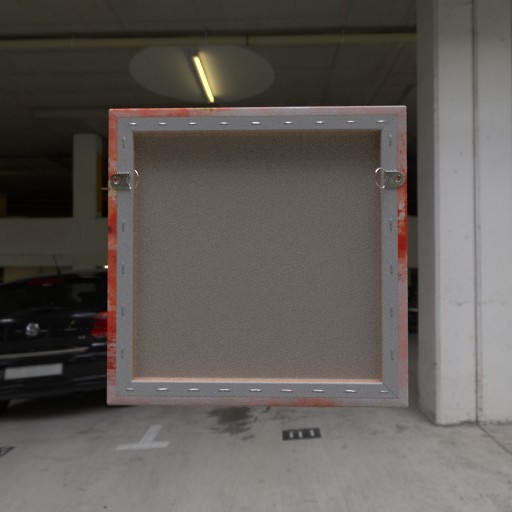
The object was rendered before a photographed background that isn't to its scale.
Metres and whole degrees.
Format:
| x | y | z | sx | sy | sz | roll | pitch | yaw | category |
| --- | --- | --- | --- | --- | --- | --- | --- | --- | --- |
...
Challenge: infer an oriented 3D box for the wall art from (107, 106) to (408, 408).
| x | y | z | sx | sy | sz | roll | pitch | yaw | category |
| --- | --- | --- | --- | --- | --- | --- | --- | --- | --- |
| 0.000 | 0.000 | 1.108 | 0.747 | 0.746 | 0.064 | 0 | -1 | 2 | wall art |
